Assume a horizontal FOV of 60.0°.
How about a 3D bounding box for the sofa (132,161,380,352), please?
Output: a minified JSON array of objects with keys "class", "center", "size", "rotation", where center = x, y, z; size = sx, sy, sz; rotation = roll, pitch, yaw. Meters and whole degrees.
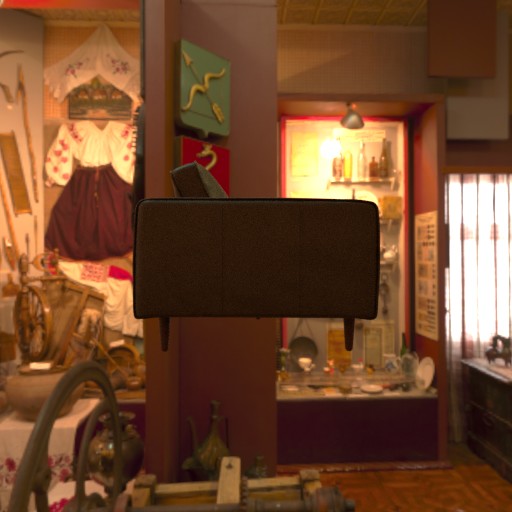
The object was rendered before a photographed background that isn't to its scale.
[{"class":"sofa","center":[0.000,0.000,2.672],"size":[0.914,0.762,2.210],"rotation":[0,0,-1]}]
